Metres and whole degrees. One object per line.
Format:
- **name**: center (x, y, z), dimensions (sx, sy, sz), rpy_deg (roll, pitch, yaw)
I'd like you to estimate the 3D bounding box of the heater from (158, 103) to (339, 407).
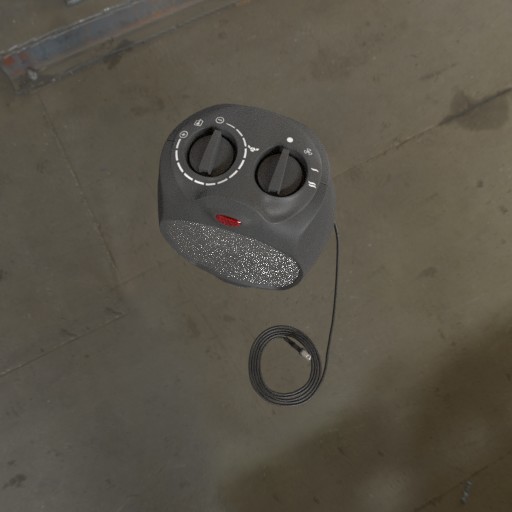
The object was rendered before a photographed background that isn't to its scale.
- **heater**: center (0.000, 0.000, 0.475), dimensions (0.239, 0.240, 0.291), rpy_deg (17, 76, 4)
